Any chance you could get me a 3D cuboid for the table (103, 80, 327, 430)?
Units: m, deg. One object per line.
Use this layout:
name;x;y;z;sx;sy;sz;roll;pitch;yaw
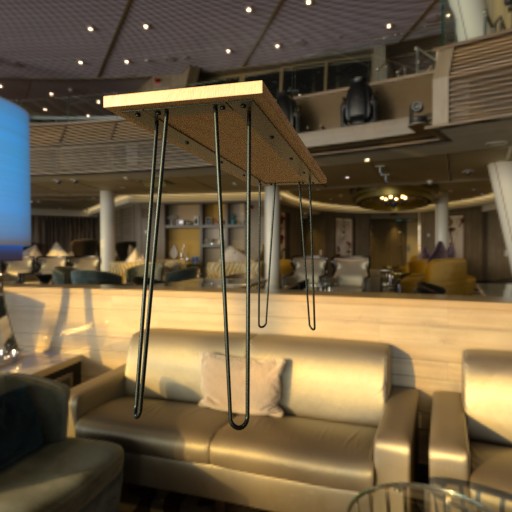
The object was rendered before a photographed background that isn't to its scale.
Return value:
table;0.000;0.000;1.709;0.399;0.799;1.400;0;1;15
